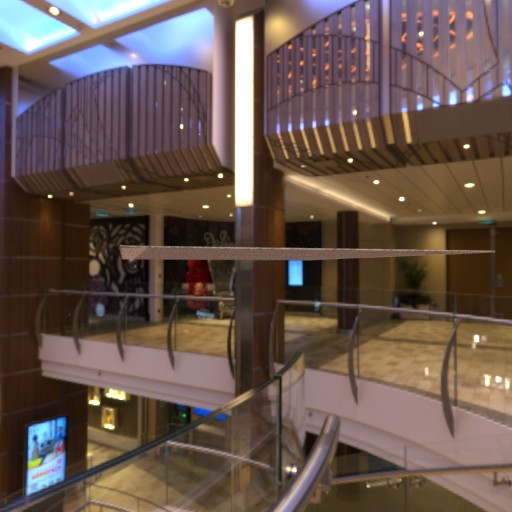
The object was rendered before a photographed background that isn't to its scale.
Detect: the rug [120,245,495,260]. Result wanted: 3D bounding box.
[{"bbox_3d":[0.000,0.000,4.194,2.437,0.014,3.201,0,-2,-17],"label":"rug"}]
